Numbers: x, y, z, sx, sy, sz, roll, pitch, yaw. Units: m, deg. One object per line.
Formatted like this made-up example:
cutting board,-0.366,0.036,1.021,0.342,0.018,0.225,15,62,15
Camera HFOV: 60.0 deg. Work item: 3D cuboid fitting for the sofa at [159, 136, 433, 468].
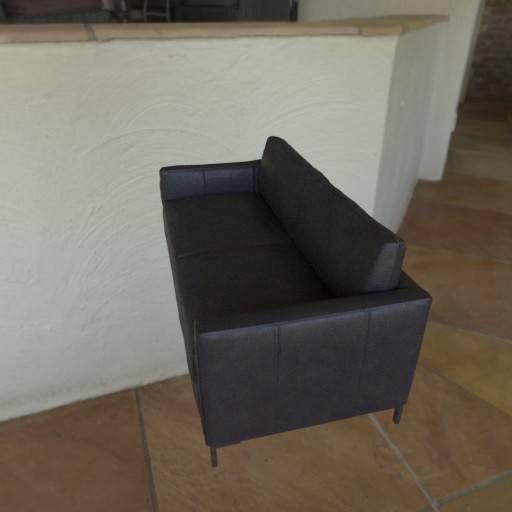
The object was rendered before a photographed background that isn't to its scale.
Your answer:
sofa,0.000,0.000,2.348,0.947,0.883,1.805,-8,30,-15
